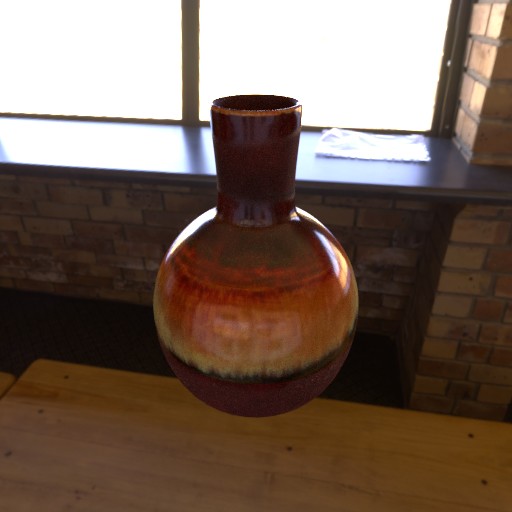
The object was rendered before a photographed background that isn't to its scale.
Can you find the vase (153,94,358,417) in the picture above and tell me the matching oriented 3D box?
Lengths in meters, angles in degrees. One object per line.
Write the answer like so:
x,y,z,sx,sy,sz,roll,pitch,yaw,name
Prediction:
0.000,0.000,0.231,0.111,0.154,0.111,0,30,0,vase
